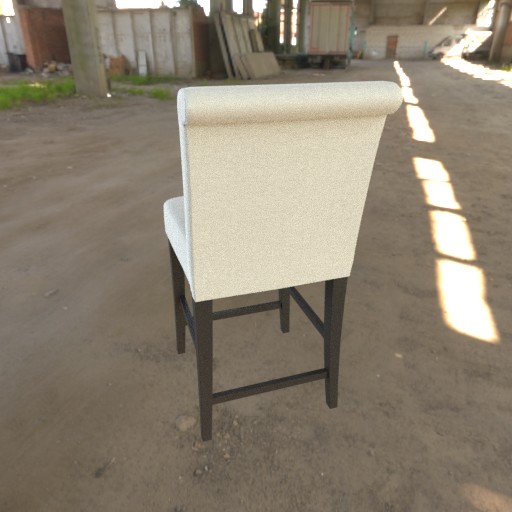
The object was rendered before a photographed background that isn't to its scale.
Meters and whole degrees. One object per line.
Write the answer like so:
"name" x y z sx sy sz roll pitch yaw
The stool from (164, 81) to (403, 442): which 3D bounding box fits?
"stool" 0.000 0.000 1.286 0.452 0.976 0.597 -8 27 -16
